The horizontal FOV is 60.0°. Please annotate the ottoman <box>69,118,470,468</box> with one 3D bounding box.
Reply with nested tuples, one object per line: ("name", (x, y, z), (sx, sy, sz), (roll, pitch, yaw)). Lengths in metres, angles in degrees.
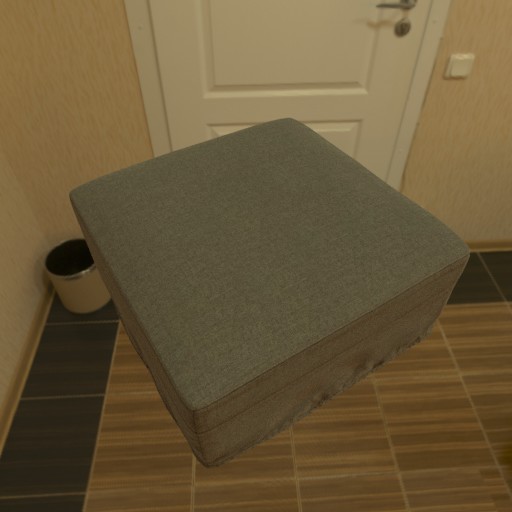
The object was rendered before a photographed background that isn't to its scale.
("ottoman", (0.000, 0.000, 1.344), (0.840, 0.436, 0.843), (-24, 51, -22))
